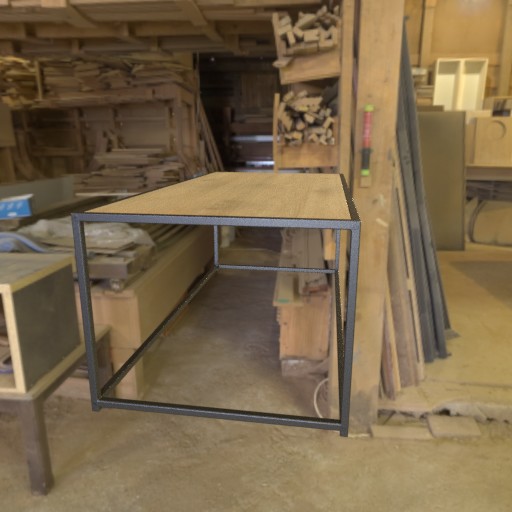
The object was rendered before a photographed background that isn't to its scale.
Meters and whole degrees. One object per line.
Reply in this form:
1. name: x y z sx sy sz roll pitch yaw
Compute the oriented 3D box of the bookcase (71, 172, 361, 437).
1. bookcase: 0.000 0.000 1.270 0.500 0.400 1.000 2 15 9
